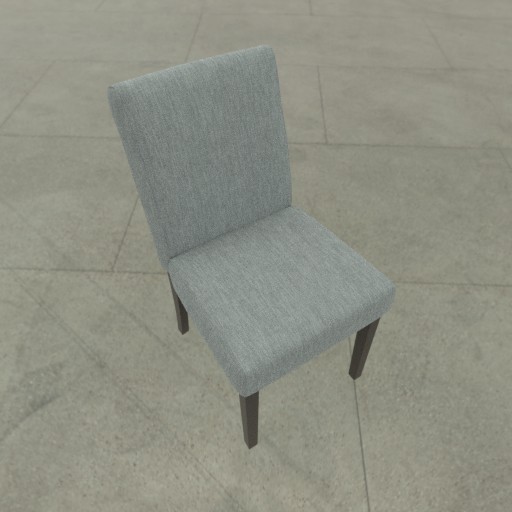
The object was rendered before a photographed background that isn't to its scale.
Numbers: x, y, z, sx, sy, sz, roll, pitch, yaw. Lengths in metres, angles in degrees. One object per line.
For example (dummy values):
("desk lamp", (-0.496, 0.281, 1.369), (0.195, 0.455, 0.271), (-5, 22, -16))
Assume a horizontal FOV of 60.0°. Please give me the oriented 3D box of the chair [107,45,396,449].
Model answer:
("chair", (0.000, 0.000, 1.239), (0.487, 0.884, 0.629), (-25, 52, -22))
